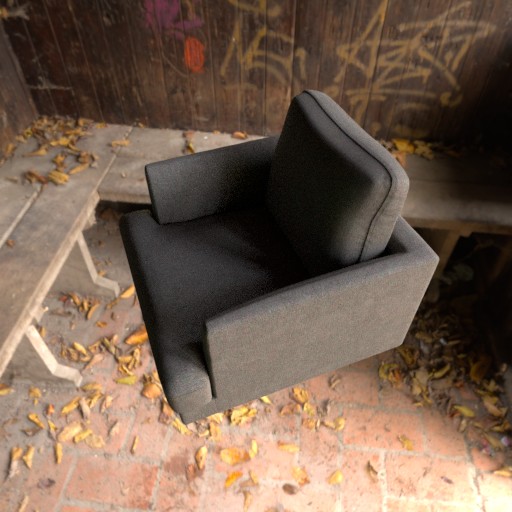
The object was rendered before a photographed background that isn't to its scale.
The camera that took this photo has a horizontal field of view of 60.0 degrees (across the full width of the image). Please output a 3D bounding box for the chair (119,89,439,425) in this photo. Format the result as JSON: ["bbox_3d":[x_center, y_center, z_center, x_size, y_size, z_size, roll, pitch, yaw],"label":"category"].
[{"bbox_3d":[0.000,0.000,1.651,0.899,0.957,0.858,-16,49,-14],"label":"chair"}]
